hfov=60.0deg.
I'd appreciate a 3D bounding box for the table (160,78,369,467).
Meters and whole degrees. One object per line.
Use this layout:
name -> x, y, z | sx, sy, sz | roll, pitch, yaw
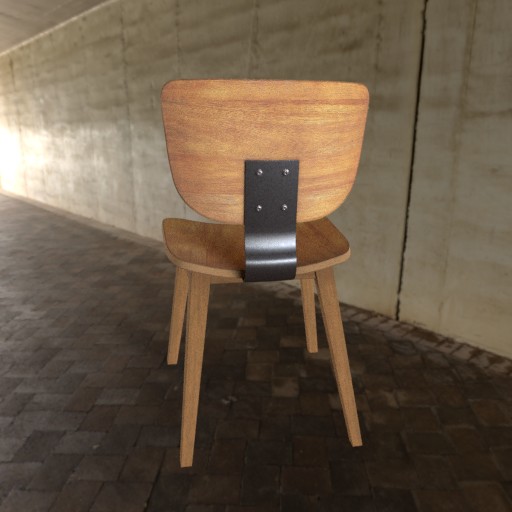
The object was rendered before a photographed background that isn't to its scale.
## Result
table -> 0.000, 0.000, 1.137 | 0.499, 0.805, 0.500 | -3, 15, -9
